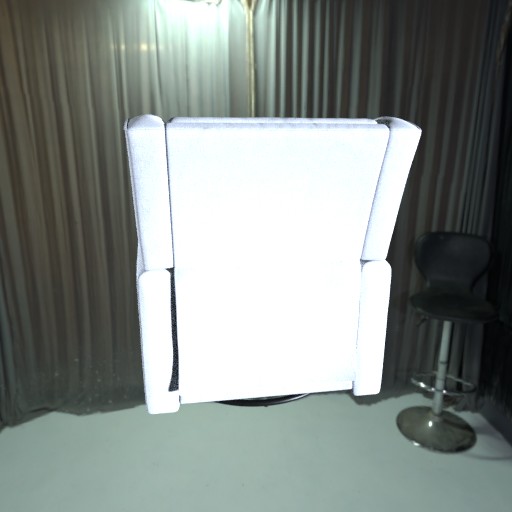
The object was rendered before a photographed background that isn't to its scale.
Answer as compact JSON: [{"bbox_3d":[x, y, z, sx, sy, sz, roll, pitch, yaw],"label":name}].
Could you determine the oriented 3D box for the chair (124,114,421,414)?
[{"bbox_3d":[0.000,0.000,1.648,0.906,0.967,0.854,-2,15,-9],"label":"chair"}]
